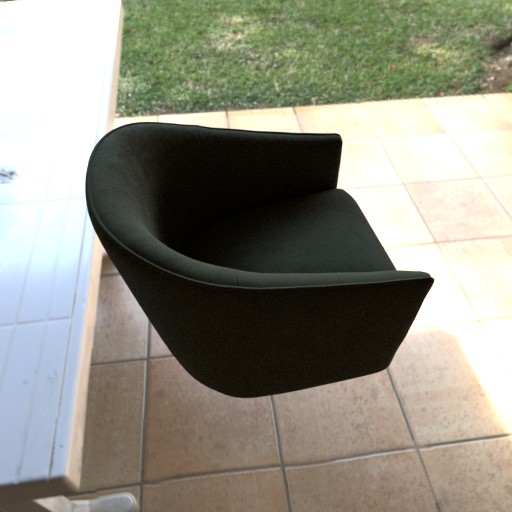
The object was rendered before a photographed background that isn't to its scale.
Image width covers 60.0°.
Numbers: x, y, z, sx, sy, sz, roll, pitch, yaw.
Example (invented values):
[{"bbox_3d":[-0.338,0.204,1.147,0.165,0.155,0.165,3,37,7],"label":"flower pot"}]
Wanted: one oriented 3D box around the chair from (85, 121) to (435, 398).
[{"bbox_3d":[0.000,0.000,1.447,0.875,0.799,0.747,-10,49,-9],"label":"chair"}]
